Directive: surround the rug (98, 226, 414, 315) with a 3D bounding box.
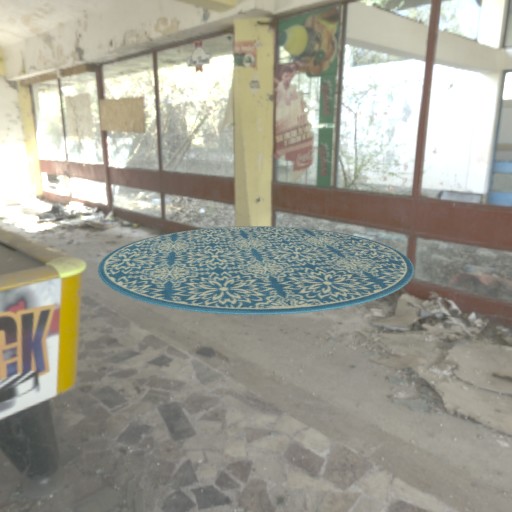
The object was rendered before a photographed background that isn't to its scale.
[{"bbox_3d":[0.000,0.000,2.361,1.593,0.012,1.593,0,15,0],"label":"rug"}]
